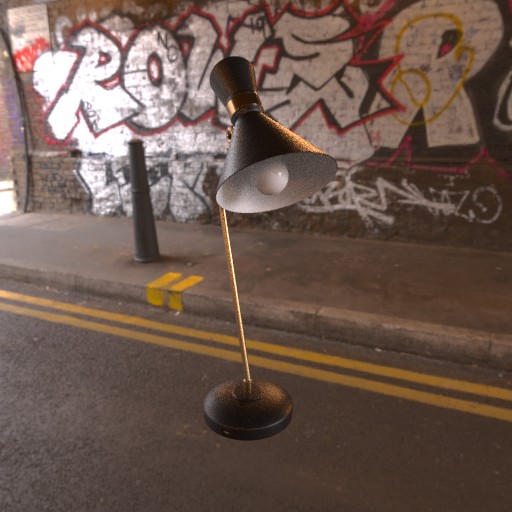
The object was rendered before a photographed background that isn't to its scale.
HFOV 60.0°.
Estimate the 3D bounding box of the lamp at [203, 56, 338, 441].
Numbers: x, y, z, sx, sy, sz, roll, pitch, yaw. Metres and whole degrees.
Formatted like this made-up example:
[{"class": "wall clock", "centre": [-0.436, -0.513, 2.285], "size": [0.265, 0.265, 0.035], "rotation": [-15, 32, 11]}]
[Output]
[{"class": "lamp", "centre": [0.000, 0.000, 0.758], "size": [0.189, 0.647, 0.292], "rotation": [-8, 16, -27]}]
